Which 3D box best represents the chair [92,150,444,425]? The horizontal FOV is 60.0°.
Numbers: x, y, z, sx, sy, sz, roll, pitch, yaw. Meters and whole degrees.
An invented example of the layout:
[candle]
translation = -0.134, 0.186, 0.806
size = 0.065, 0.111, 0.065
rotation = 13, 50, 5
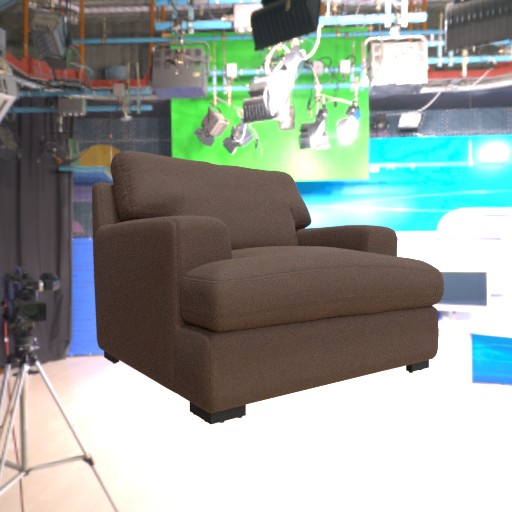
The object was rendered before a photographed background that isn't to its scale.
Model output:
[chair]
translation = 0.000, 0.000, 1.943
size = 1.168, 0.940, 1.143
rotation = 0, 1, -36
